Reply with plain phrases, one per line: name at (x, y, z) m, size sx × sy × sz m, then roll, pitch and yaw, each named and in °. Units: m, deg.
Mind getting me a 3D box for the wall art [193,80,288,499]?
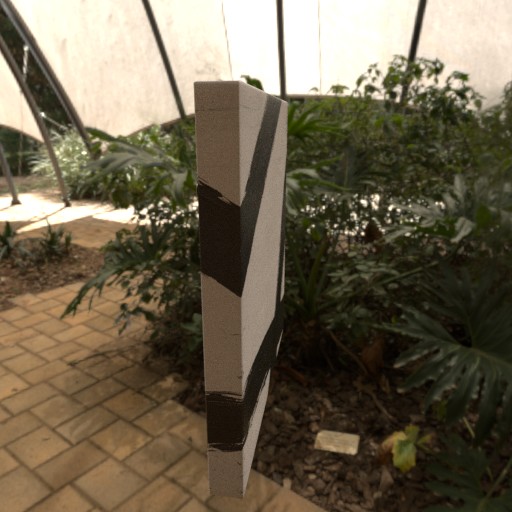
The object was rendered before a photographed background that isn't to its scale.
wall art at (0.000, 0.000, 0.743) m, size 0.050 × 0.508 × 0.507 m, roll 3°, pitch 17°, yaw 9°
